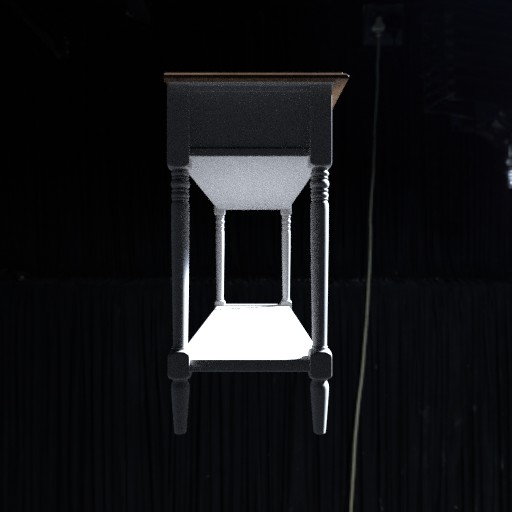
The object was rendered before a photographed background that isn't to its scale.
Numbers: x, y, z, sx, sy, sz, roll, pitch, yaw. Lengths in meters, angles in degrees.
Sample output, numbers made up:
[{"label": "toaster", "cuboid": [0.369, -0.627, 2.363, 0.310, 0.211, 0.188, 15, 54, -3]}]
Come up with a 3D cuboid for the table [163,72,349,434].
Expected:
[{"label": "table", "cuboid": [0.000, 0.000, 1.563, 0.399, 0.800, 1.219, 0, 0, 0]}]
